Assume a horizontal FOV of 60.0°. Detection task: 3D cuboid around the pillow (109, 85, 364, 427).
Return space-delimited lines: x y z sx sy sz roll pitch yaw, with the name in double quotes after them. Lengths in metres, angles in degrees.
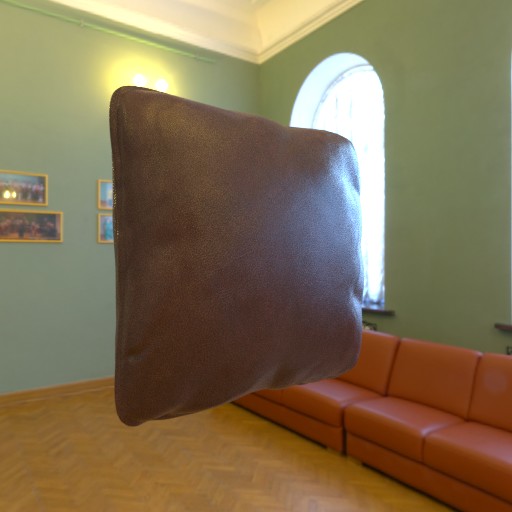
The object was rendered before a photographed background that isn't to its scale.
0.000 0.000 0.809 0.532 0.523 0.236 0 0 -36 "pillow"
